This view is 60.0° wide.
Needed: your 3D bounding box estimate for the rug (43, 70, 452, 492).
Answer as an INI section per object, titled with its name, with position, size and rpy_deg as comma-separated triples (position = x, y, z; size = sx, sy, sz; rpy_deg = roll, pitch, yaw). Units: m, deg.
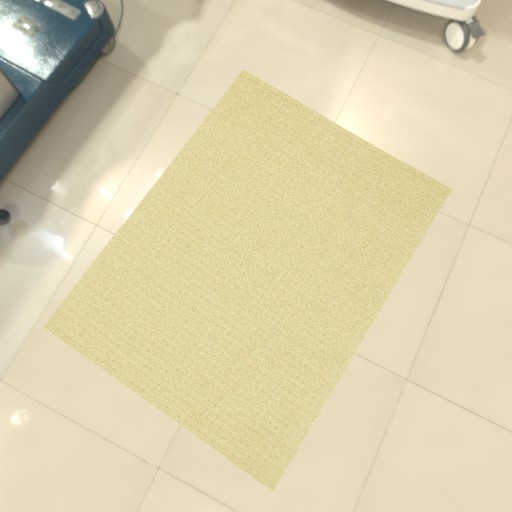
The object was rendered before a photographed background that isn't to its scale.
[rug]
position = 0.000, 0.000, 4.130
size = 2.452, 0.016, 3.204
rpy_deg = 33, 78, 8
